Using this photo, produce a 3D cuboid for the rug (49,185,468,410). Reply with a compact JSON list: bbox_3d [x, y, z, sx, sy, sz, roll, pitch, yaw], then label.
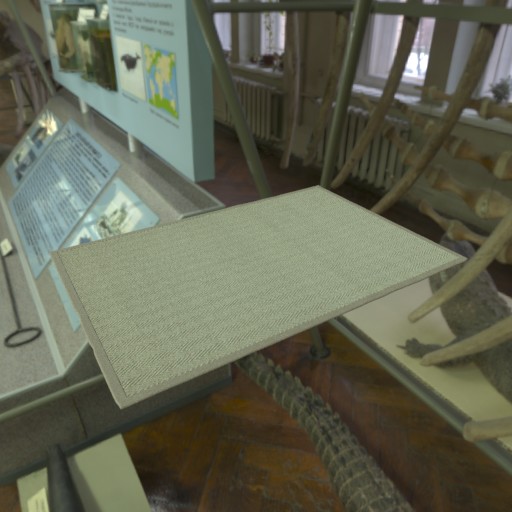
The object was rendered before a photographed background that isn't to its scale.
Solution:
[{"bbox_3d":[0.000,0.000,2.910,2.290,0.021,1.540,-17,34,-27],"label":"rug"}]
